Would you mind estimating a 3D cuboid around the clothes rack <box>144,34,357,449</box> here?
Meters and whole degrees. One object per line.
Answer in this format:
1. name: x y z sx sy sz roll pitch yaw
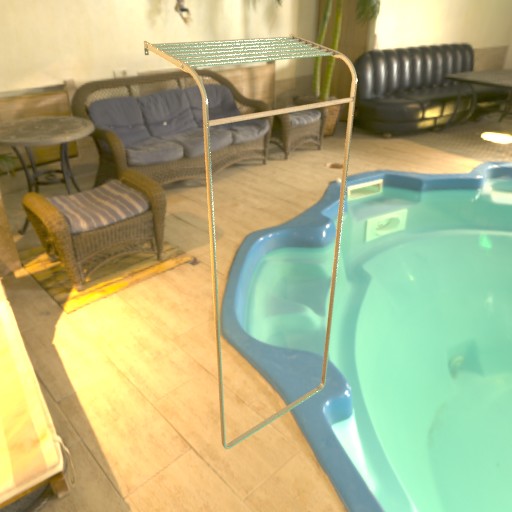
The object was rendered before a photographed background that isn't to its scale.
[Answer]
1. clothes rack: 0.000 0.000 1.793 0.609 1.574 0.349 -21 36 -32
